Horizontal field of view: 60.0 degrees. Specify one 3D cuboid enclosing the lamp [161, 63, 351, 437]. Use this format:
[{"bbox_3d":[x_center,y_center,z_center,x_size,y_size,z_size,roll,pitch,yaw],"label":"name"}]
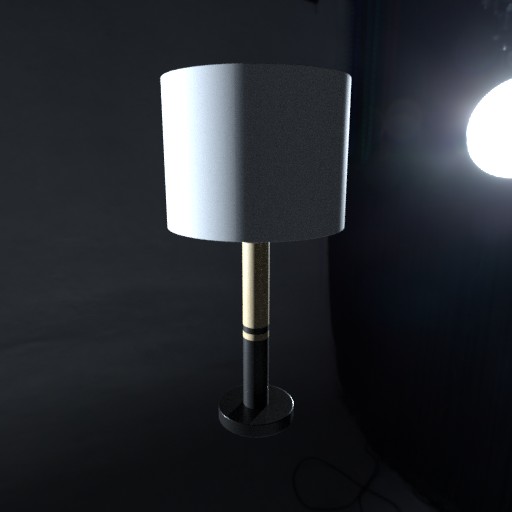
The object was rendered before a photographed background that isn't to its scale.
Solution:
[{"bbox_3d":[0.000,0.000,0.794,0.305,0.640,0.305,-7,15,-26],"label":"lamp"}]
